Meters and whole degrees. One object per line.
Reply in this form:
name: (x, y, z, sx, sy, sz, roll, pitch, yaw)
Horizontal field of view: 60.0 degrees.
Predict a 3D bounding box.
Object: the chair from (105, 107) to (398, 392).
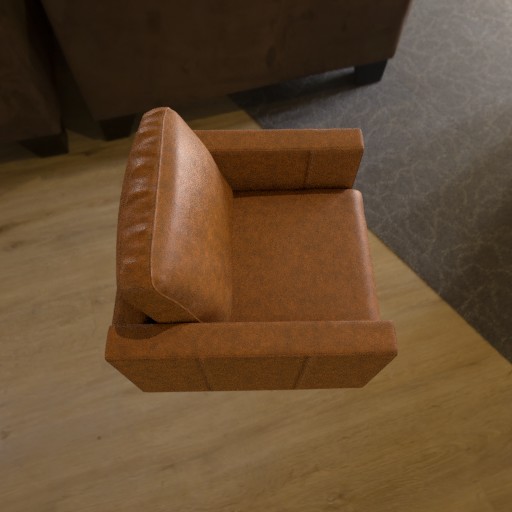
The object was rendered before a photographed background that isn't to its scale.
chair: (0.000, 0.000, 1.690, 0.909, 0.956, 0.890, -1, 63, 0)
